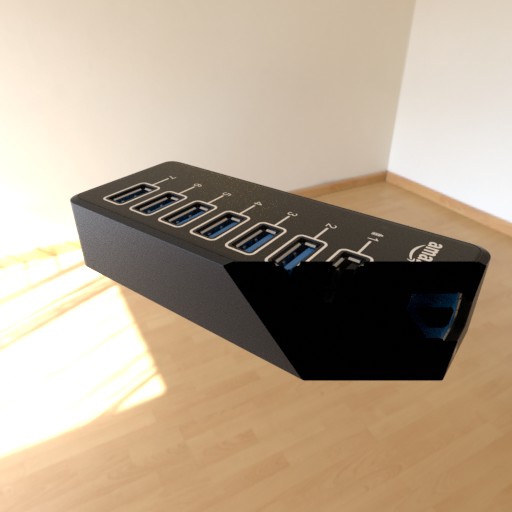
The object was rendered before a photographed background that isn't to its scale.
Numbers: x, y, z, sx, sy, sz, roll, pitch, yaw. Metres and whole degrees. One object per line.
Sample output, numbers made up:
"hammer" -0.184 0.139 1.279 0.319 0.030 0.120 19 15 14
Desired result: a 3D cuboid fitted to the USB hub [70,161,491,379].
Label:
"USB hub" 0.000 0.000 0.124 0.110 0.023 0.044 21 37 31
